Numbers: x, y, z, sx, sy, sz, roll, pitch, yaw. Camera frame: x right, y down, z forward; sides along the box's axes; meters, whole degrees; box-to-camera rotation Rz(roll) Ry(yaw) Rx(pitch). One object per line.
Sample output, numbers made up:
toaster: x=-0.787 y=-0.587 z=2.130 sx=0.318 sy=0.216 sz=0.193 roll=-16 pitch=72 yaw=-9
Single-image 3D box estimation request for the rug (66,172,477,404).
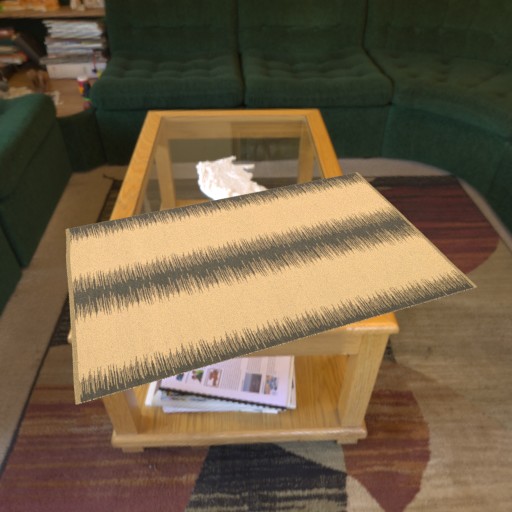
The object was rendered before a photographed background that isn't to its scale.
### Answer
rug: x=0.000 y=0.000 z=3.044 sx=2.453 sy=0.003 sz=1.519 roll=-13 pitch=42 yaw=-15
